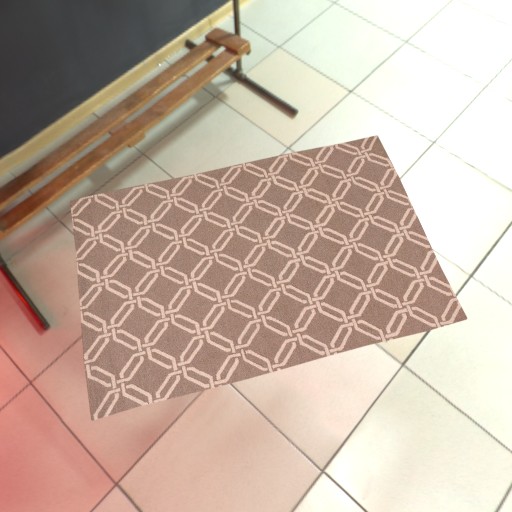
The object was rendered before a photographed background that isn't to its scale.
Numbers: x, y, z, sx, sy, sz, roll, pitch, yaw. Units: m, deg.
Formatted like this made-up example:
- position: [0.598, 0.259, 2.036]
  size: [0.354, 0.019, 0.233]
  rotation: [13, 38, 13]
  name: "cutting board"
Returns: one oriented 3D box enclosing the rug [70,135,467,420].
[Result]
- position: [0.000, 0.000, 2.199]
  size: [1.748, 0.010, 1.142]
  rotation: [-13, 65, -6]
  name: "rug"
